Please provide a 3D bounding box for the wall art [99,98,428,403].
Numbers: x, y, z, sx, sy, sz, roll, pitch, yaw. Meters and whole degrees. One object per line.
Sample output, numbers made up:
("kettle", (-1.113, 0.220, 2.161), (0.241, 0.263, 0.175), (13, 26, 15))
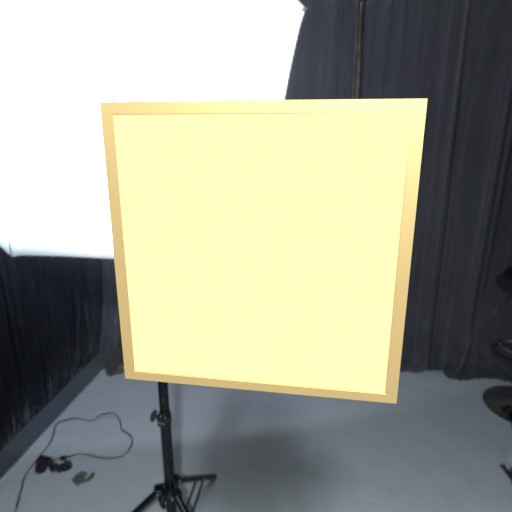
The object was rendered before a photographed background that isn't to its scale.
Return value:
("wall art", (0.000, 0.000, 1.941), (1.284, 1.284, 0.095), (3, 16, 9))
